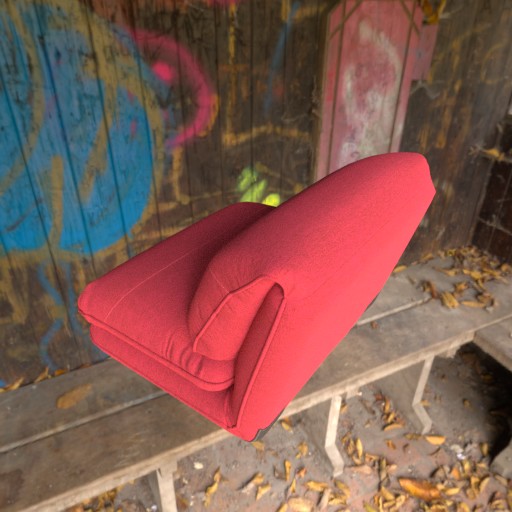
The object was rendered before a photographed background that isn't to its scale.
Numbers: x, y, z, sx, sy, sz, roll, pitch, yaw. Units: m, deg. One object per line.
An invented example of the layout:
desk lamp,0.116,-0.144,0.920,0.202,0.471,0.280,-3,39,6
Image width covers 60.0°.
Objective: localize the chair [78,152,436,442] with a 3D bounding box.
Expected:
chair,0.000,0.000,1.343,0.780,0.580,0.820,21,37,30
